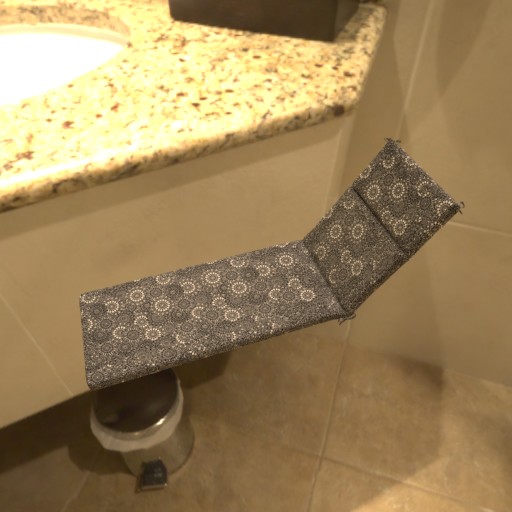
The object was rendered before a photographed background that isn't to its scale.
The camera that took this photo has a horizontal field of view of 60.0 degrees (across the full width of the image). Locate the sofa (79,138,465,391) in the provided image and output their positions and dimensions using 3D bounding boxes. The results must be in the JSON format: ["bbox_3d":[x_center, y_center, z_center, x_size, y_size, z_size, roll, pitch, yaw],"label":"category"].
[{"bbox_3d":[0.000,0.000,2.006,1.663,0.622,0.582,-14,48,-13],"label":"sofa"}]
